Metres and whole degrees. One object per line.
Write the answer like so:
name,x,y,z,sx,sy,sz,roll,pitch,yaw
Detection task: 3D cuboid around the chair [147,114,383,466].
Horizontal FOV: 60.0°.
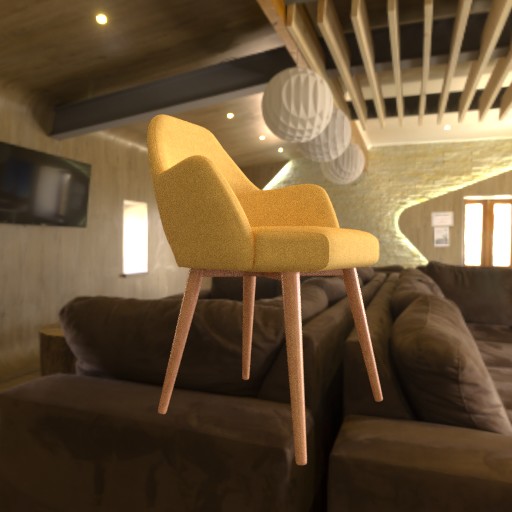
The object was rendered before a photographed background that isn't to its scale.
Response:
chair,0.000,0.000,1.235,0.610,0.840,0.590,1,1,35
